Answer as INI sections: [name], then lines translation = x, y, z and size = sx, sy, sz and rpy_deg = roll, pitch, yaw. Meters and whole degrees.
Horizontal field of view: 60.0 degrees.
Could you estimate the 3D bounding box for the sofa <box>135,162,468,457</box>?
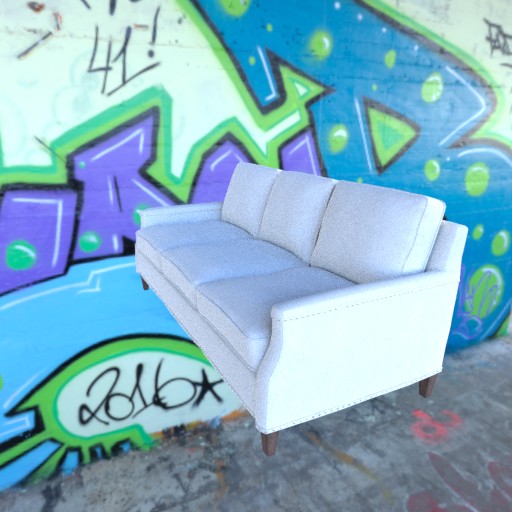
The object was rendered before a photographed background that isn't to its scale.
[sofa]
translation = 0.000, 0.000, 2.790
size = 1.084, 1.003, 2.246
rpy_deg = -8, 19, -26
